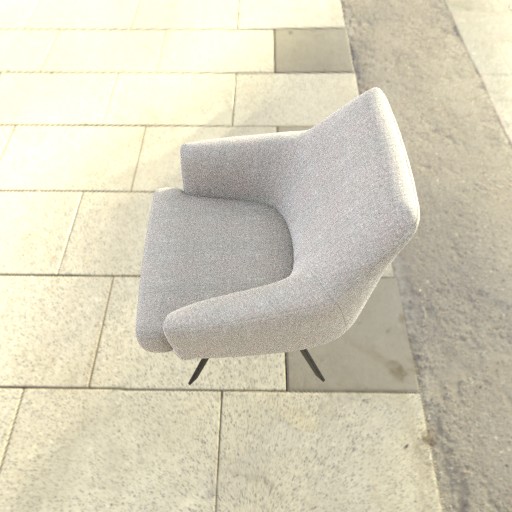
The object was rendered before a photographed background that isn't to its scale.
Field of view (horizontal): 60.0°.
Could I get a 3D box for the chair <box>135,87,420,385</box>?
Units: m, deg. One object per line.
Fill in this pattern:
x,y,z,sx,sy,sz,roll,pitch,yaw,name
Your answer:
0.000,0.000,1.331,0.677,0.874,0.642,-1,56,-1,chair
